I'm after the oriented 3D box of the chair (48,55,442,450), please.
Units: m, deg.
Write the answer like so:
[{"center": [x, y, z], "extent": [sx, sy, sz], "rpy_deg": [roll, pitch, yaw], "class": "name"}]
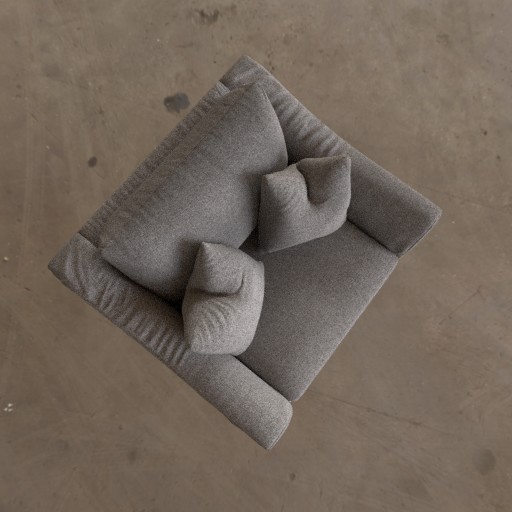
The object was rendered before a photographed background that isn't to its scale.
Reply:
[{"center": [0.000, 0.000, 1.996], "extent": [1.071, 1.059, 1.194], "rpy_deg": [37, 78, 9], "class": "chair"}]
